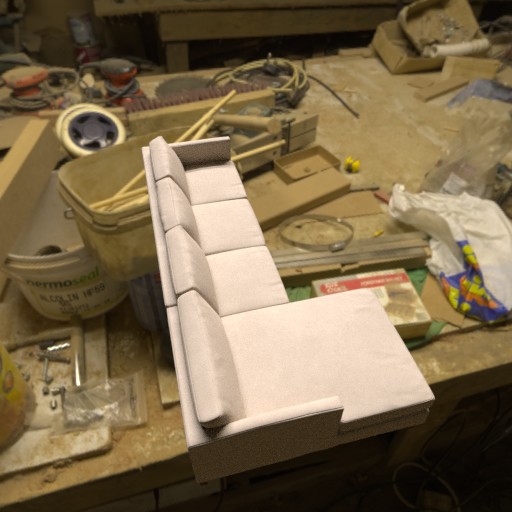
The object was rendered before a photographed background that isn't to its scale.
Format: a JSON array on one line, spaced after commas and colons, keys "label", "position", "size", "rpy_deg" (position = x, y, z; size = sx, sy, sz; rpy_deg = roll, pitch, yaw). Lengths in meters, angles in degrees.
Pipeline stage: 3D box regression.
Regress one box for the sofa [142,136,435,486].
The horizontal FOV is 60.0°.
[{"label": "sofa", "position": [0.000, 0.000, 3.813], "size": [1.625, 0.846, 3.186], "rpy_deg": [-11, 46, -10]}]
